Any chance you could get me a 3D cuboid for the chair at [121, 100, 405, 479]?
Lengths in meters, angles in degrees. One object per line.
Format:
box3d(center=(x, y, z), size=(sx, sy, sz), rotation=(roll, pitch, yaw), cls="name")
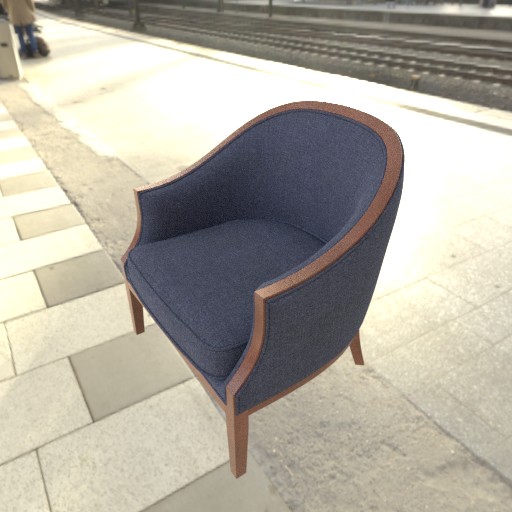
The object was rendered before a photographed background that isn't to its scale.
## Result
box3d(center=(0.000, 0.000, 1.465), size=(0.735, 0.876, 0.803), rotation=(-20, 36, -29), cls="chair")
